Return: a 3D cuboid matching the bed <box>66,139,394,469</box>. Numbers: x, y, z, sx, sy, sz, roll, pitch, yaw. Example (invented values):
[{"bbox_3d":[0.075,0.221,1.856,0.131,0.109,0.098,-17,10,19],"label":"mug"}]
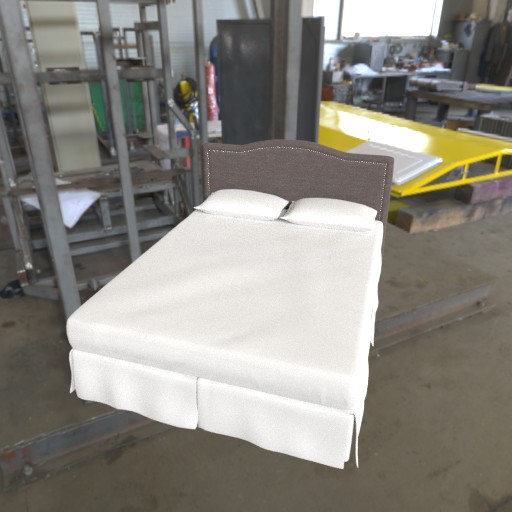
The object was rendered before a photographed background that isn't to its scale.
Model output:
[{"bbox_3d":[0.000,0.000,3.854,2.161,1.457,2.689,8,28,15],"label":"bed"}]
